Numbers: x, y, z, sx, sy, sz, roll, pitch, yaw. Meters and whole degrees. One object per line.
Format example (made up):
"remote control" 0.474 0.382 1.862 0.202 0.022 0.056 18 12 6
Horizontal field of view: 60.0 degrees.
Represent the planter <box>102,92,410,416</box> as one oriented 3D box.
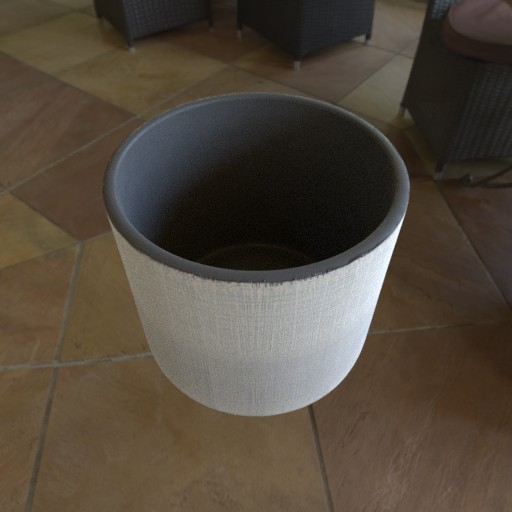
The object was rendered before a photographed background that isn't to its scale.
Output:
"planter" 0.000 0.000 0.400 0.226 0.201 0.226 0 48 0
